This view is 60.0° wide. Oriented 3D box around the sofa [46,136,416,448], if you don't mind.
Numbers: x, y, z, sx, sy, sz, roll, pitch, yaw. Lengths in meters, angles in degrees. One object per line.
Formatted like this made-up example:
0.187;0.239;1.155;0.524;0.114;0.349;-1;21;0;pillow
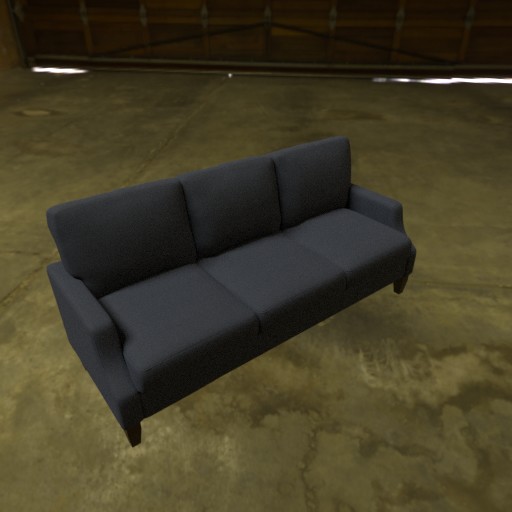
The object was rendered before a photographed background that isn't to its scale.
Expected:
0.000;0.000;2.618;2.115;0.984;0.888;-22;37;-32;sofa
